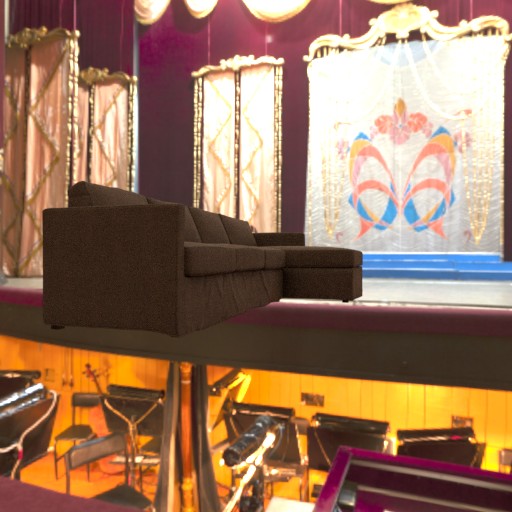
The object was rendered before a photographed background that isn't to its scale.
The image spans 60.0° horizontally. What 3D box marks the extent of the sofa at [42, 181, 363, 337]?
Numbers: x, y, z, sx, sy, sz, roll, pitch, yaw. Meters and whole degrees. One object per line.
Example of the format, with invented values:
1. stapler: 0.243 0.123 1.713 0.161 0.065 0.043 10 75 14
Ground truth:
1. sofa: 0.000 0.000 3.897 1.650 0.922 3.205 0 0 18
